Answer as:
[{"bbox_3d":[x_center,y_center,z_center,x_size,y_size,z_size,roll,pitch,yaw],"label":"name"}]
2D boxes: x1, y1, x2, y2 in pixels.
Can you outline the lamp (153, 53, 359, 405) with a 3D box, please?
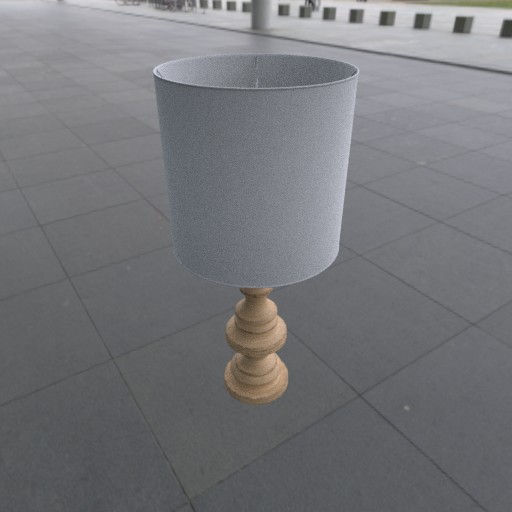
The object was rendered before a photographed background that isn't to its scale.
[{"bbox_3d":[0.000,0.000,0.575,0.208,0.455,0.208,-10,33,-16],"label":"lamp"}]
